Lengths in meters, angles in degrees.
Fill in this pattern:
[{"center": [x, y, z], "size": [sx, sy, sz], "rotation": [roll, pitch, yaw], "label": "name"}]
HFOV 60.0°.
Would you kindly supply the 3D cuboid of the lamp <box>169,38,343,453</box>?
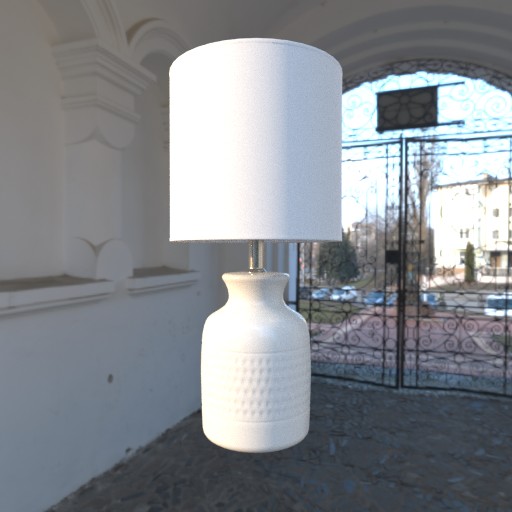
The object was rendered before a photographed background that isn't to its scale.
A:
[{"center": [0.000, 0.000, 0.493], "size": [0.188, 0.392, 0.188], "rotation": [1, 1, 36], "label": "lamp"}]
